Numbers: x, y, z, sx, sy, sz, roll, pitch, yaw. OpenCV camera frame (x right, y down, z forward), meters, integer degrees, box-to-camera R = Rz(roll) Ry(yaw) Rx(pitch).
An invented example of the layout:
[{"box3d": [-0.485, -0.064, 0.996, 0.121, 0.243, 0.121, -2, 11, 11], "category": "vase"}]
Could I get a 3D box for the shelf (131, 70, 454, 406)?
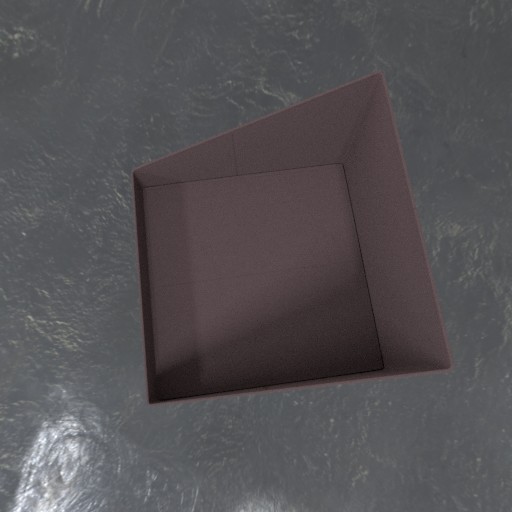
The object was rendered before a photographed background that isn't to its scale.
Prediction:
[{"box3d": [0.000, 0.000, 0.496, 0.292, 0.210, 0.292, -7, 75, -2], "category": "shelf"}]
